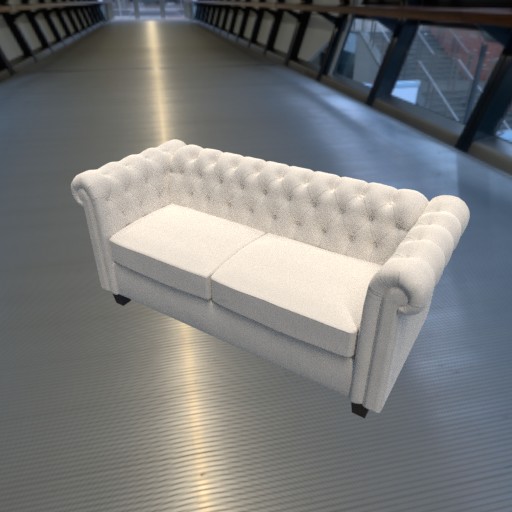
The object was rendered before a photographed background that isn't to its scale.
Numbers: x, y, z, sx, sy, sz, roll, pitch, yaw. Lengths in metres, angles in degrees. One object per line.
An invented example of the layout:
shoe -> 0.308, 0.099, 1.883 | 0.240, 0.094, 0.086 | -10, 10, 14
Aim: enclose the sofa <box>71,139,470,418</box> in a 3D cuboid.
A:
sofa -> 0.000, 0.000, 2.287 | 1.798, 0.796, 0.771 | 18, 35, 27
